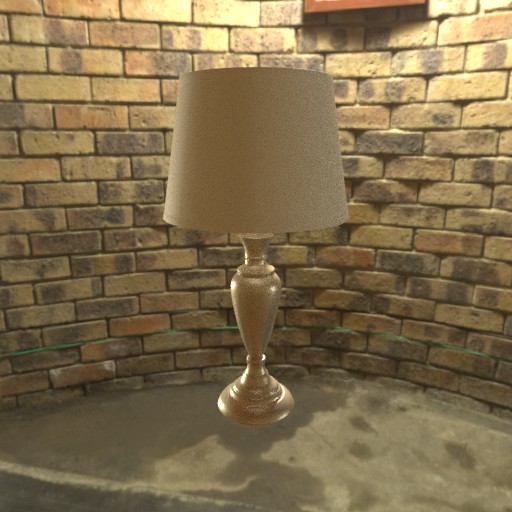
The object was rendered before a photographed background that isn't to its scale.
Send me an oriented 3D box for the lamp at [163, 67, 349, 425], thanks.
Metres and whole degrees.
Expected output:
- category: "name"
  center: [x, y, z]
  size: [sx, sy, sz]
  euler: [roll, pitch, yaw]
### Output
- category: "lamp"
  center: [0.000, 0.000, 0.819]
  size: [0.328, 0.612, 0.328]
  euler: [0, 15, 0]
